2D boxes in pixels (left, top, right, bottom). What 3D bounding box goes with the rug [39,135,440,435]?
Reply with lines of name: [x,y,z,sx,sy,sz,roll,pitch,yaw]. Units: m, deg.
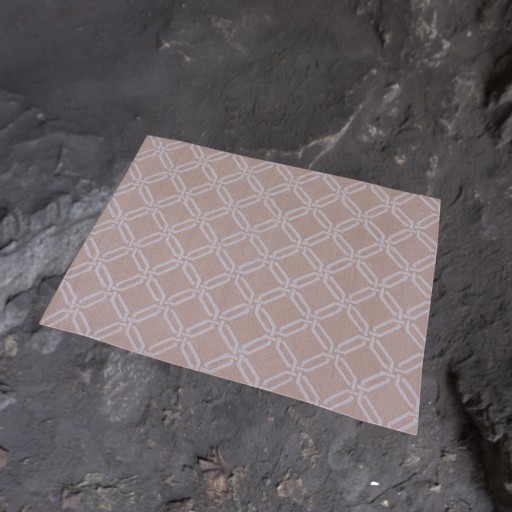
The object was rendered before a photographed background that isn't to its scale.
rug: [0.000,0.000,4.311,3.365,0.020,2.452,14,60,8]
